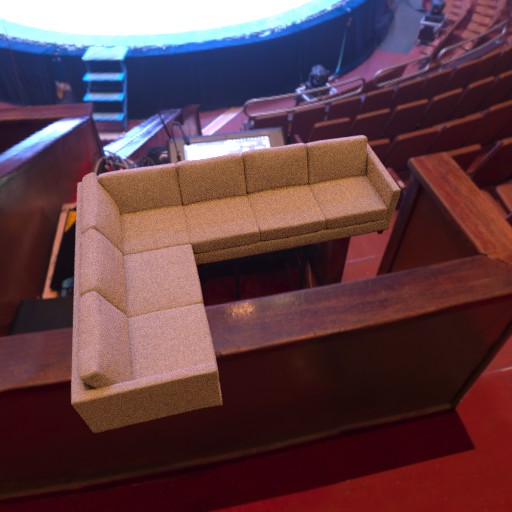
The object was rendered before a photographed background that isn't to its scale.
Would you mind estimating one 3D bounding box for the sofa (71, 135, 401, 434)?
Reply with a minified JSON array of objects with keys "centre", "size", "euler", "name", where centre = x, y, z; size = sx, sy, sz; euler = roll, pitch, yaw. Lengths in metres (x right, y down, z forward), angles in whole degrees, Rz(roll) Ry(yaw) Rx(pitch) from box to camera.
[{"centre":[0.000,0.000,4.196],"size":[3.182,0.863,2.432],"euler":[-11,49,-9],"name":"sofa"}]
